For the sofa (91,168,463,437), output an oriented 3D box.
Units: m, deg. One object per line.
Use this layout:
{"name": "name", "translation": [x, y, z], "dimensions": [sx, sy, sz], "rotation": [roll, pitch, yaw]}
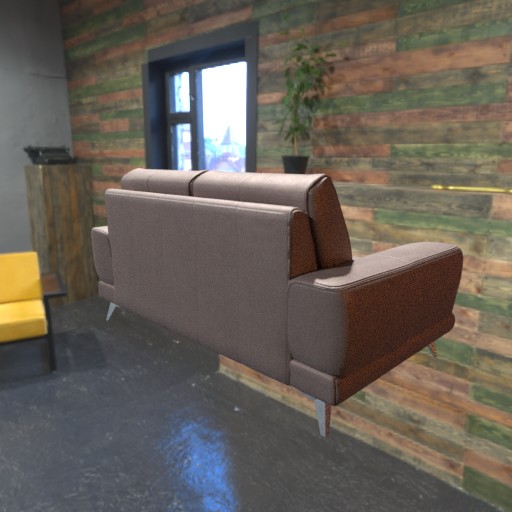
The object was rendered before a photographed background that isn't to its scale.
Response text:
{"name": "sofa", "translation": [0.000, 0.000, 2.351], "dimensions": [1.018, 0.907, 1.806], "rotation": [-12, 17, -44]}
